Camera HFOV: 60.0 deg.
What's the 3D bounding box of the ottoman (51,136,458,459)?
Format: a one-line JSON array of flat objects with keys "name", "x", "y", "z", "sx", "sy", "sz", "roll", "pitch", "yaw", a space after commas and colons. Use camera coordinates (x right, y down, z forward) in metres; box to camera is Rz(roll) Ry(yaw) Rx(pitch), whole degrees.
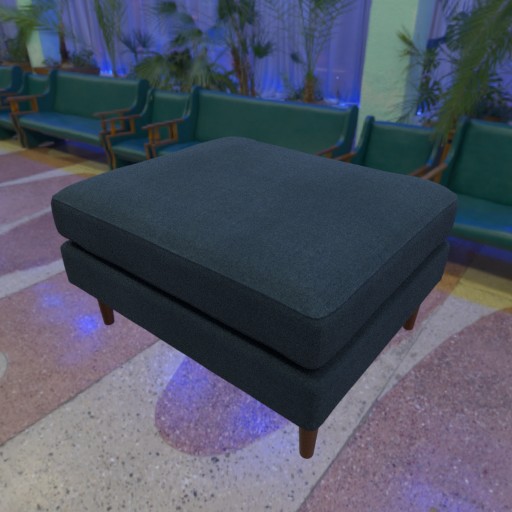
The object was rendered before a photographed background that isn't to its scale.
[{"name": "ottoman", "x": 0.000, "y": 0.000, "z": 1.210, "sx": 0.821, "sy": 0.474, "sz": 0.693, "roll": 22, "pitch": 36, "yaw": 33}]
